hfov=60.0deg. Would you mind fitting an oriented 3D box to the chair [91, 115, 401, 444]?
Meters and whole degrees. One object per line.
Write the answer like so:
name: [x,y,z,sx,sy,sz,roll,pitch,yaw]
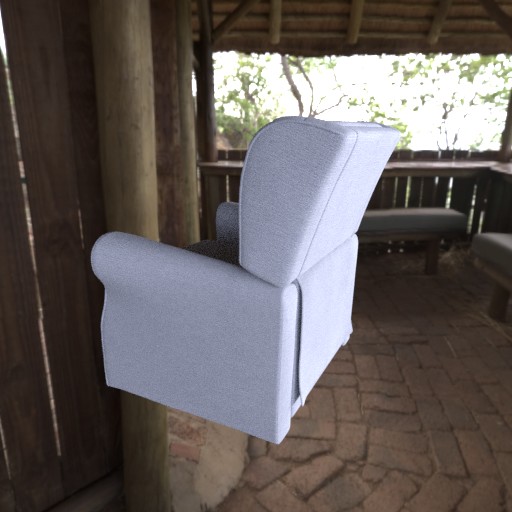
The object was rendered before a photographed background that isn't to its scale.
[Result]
chair: [0.000,0.000,1.644,0.854,0.966,0.906,8,18,25]
